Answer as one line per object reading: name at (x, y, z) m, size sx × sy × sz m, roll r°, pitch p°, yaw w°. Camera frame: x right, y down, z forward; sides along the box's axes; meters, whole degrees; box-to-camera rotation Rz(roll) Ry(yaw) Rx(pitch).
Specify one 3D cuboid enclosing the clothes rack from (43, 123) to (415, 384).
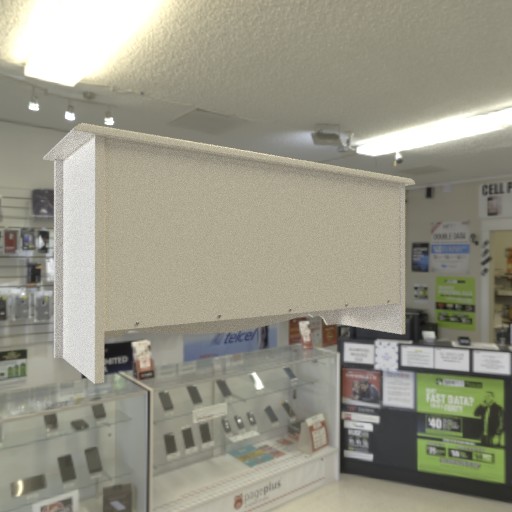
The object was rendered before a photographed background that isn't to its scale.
clothes rack at (0.000, 0.000, 1.336) m, size 1.120 × 0.531 × 0.324 m, roll 0°, pitch 0°, yaw -36°
